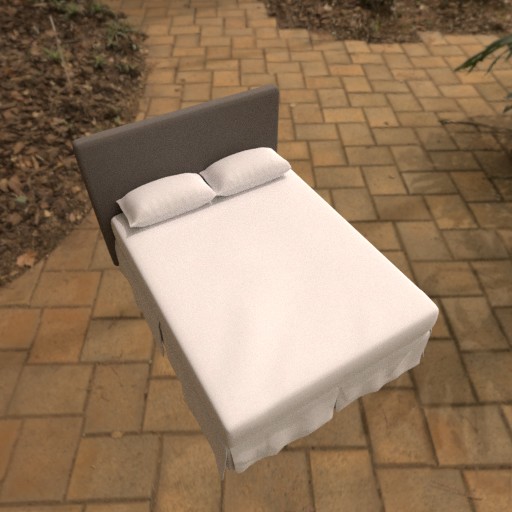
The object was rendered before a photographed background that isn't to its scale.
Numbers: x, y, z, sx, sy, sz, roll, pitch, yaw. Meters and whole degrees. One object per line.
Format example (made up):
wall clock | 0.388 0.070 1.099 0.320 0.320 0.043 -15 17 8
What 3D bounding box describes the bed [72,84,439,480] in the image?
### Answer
bed | 0.000 0.000 3.178 1.723 1.330 2.142 -23 52 -20
